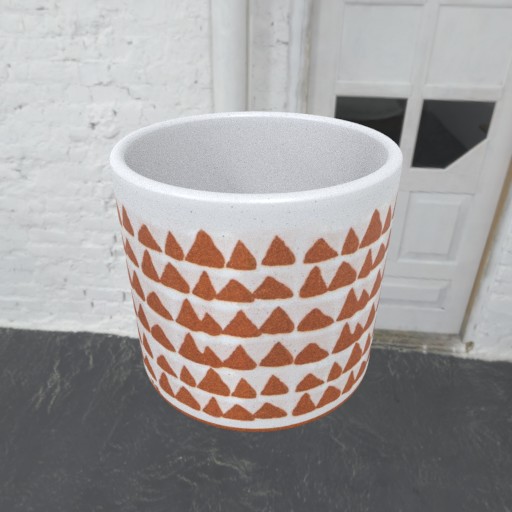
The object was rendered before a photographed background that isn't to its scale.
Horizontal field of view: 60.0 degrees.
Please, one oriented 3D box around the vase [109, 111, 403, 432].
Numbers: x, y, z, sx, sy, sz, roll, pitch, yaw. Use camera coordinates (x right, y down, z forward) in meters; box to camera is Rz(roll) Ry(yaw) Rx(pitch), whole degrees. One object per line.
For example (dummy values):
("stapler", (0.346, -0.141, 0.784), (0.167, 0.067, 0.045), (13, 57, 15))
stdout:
("vase", (0.000, 0.000, 0.245), (0.137, 0.127, 0.137), (0, 30, 0))
